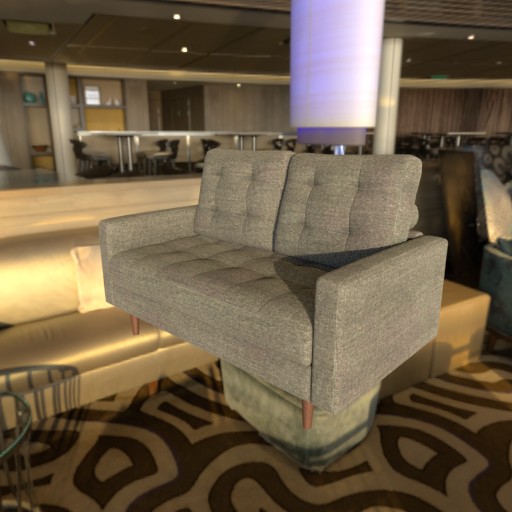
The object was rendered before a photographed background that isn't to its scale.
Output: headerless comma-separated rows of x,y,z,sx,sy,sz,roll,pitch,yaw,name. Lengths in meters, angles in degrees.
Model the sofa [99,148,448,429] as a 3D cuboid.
0.000,0.000,1.999,1.407,0.907,0.842,14,21,41,sofa
